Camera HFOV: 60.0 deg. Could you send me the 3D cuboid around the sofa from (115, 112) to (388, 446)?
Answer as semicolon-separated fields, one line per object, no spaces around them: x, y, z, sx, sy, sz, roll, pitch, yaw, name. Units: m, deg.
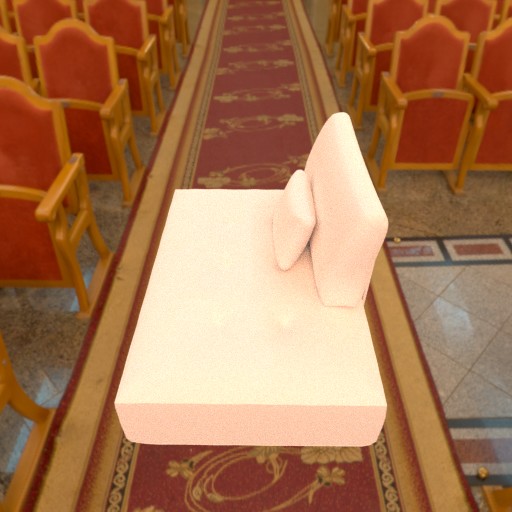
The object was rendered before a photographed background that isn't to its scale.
0.000;0.000;2.070;1.000;0.820;1.450;0;40;1;sofa
